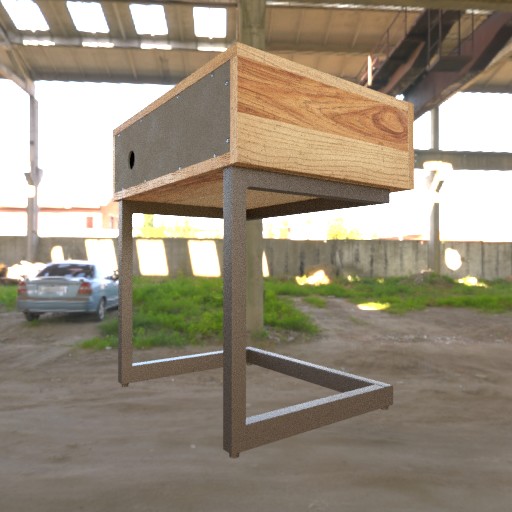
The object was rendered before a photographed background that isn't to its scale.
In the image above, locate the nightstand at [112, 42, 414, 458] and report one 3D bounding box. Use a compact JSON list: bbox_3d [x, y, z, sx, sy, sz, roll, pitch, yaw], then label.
[{"bbox_3d":[0.000,0.000,1.022,0.481,0.632,0.558,0,-1,-37],"label":"nightstand"}]
